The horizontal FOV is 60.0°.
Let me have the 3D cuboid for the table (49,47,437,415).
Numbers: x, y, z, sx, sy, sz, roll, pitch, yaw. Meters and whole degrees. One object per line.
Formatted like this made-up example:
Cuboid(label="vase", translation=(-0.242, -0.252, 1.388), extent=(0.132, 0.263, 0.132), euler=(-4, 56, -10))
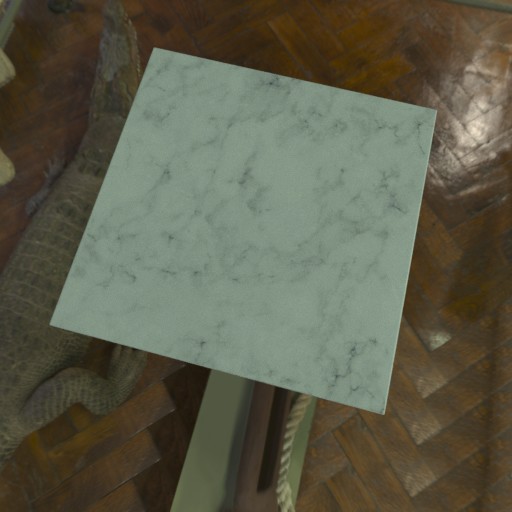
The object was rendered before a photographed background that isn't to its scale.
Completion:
Cuboid(label="table", translation=(0.000, 0.000, 0.869), extent=(0.450, 0.500, 0.450), euler=(14, 75, 4))
